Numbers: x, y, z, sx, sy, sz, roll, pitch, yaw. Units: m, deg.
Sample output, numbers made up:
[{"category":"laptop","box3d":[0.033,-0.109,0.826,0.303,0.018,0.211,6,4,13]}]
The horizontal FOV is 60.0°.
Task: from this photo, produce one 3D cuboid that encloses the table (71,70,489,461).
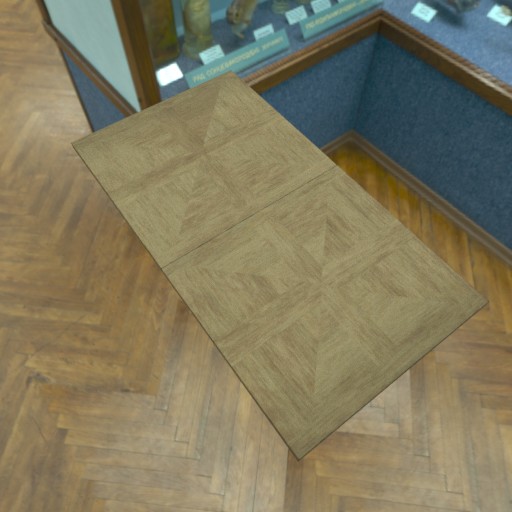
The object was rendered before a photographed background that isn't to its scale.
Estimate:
[{"category":"table","box3d":[0.000,0.000,2.401,1.016,0.768,1.881,-32,64,-18]}]
